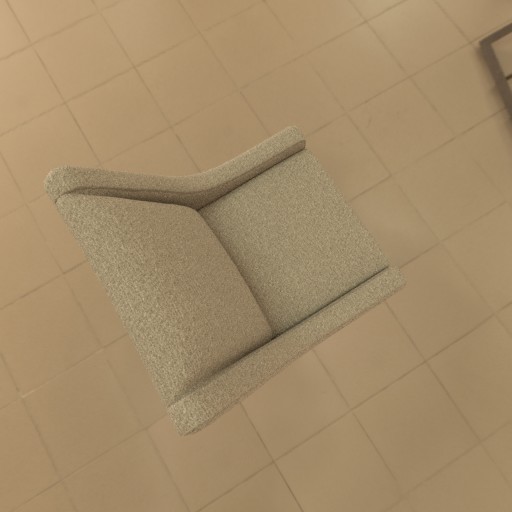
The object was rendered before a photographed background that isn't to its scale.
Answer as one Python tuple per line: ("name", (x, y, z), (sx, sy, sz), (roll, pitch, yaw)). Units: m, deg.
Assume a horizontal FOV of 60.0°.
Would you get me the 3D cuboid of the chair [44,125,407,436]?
("chair", (0.000, 0.000, 1.599), (0.870, 1.016, 0.774), (-31, 79, -7))
